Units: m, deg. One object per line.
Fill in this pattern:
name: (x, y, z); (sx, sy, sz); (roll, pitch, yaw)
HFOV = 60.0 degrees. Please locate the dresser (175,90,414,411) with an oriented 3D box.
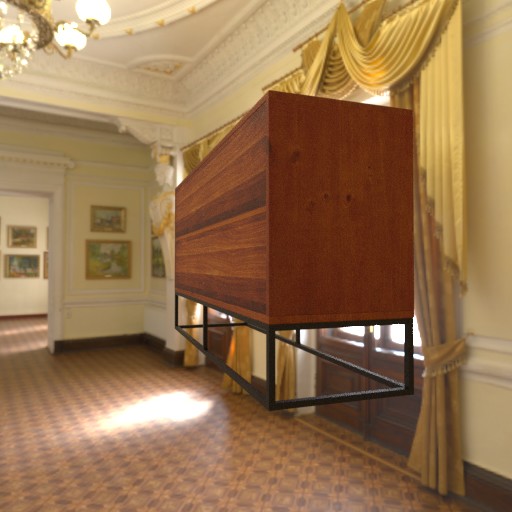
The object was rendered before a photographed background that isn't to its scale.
dresser: (0.000, 0.000, 1.915); (0.464, 0.810, 1.536); (0, -1, -19)
